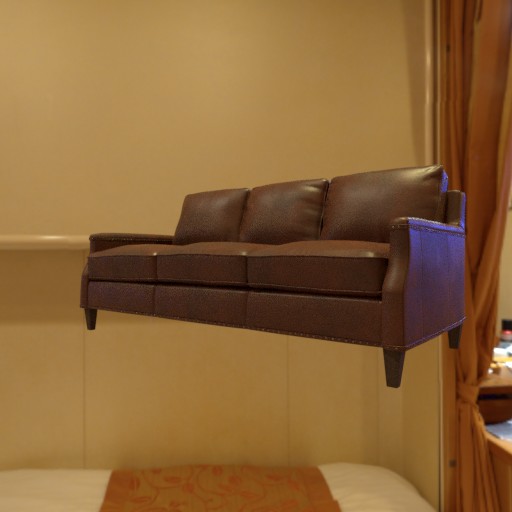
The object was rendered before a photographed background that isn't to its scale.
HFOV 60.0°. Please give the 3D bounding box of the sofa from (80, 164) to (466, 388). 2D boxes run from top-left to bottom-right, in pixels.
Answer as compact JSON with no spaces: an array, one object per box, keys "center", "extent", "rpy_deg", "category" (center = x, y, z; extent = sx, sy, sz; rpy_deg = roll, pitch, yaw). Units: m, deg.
[{"center":[0.000,0.000,2.736],"extent":[2.240,1.003,1.084],"rpy_deg":[0,0,38],"category":"sofa"}]
